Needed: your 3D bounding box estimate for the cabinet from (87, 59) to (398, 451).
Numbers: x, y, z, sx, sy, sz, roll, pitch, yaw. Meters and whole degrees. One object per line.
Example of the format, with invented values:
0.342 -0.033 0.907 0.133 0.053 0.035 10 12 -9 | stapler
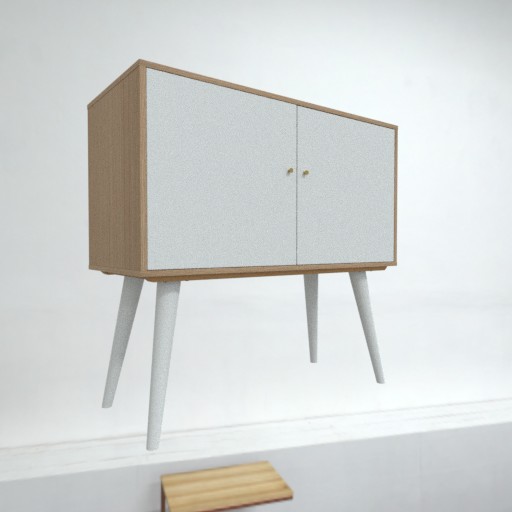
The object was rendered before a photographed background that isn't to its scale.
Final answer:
0.000 0.000 1.618 1.057 1.016 0.470 -1 2 -36 | cabinet
